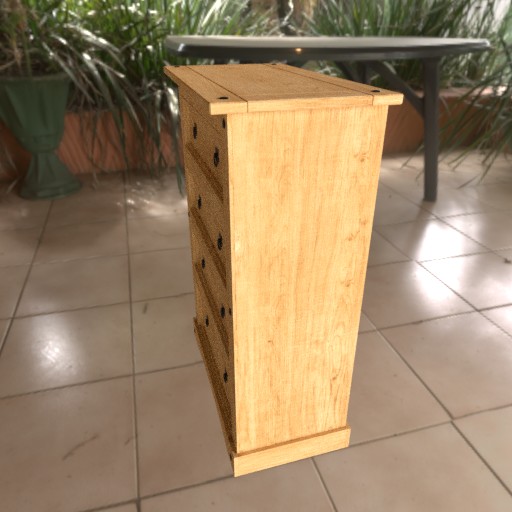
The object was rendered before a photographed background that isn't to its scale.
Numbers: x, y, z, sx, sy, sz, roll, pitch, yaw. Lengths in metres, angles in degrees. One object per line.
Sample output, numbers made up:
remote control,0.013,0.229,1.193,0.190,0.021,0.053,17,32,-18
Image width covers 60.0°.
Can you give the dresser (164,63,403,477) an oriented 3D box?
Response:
dresser,0.000,0.000,1.716,0.485,1.300,0.915,-8,29,-15
